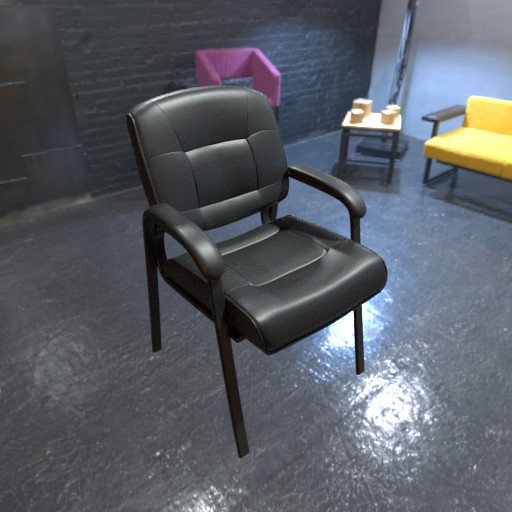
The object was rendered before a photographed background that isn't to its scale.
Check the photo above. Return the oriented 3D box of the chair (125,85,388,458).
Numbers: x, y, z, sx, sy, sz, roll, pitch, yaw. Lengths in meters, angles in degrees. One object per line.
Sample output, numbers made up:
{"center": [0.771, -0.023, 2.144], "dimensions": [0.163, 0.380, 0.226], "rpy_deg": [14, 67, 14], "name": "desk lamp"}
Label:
{"center": [0.000, 0.000, 1.372], "dimensions": [0.591, 0.910, 0.668], "rpy_deg": [-22, 38, -32], "name": "chair"}
